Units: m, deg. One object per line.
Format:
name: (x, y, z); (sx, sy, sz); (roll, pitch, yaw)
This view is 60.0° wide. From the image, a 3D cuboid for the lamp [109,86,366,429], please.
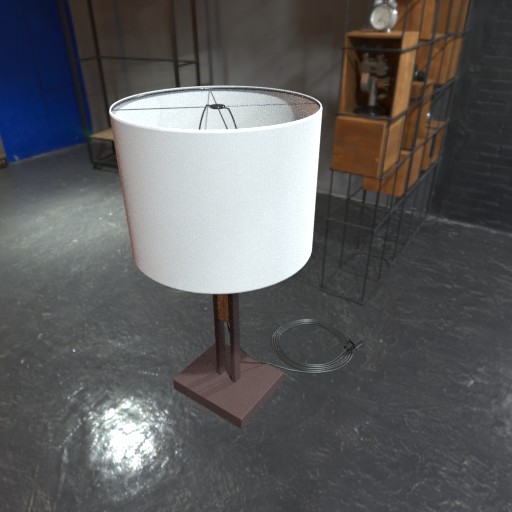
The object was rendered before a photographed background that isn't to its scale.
lamp: (0.000, 0.000, 0.973); (0.396, 0.668, 0.525); (20, 35, 30)
